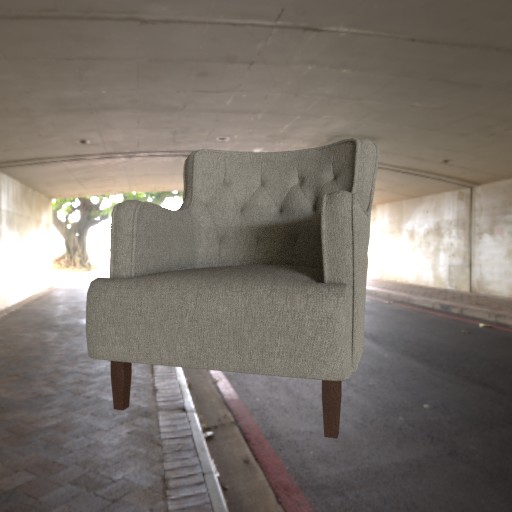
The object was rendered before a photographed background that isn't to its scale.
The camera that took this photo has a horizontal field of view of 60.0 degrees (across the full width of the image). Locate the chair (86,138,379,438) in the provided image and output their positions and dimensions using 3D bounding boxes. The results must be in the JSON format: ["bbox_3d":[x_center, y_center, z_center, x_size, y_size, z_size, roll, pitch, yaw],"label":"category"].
[{"bbox_3d":[0.000,0.000,1.584,0.820,0.920,0.910,0,1,18],"label":"chair"}]
